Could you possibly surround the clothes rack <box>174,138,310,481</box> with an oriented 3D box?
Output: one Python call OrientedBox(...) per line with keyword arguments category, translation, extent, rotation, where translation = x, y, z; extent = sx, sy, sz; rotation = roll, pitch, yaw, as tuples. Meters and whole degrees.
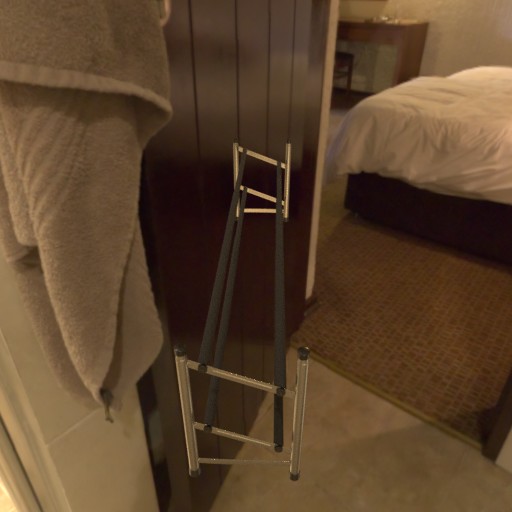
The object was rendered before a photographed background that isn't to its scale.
OrientedBox(category="clothes rack", translation=(0.000, 0.000, 1.308), extent=(0.229, 0.349, 1.168), rotation=(1, 32, 2))
